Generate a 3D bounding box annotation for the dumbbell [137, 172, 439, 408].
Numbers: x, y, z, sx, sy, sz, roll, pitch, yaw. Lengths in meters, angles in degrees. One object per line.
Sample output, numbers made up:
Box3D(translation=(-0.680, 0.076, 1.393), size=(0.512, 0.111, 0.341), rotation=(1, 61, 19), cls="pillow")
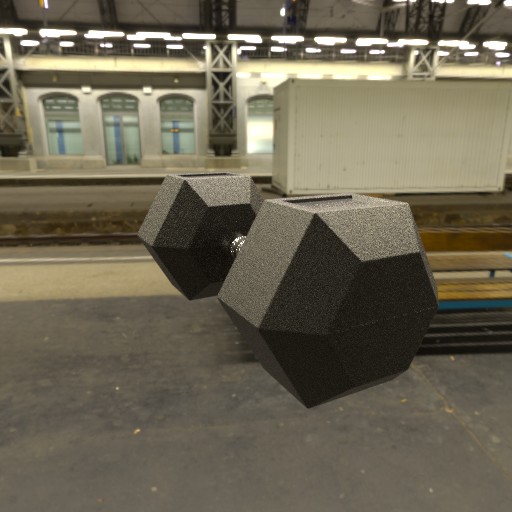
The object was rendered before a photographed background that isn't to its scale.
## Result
Box3D(translation=(0.000, 0.000, 0.333), size=(0.122, 0.106, 0.271), rotation=(-8, 17, -27), cls="dumbbell")
